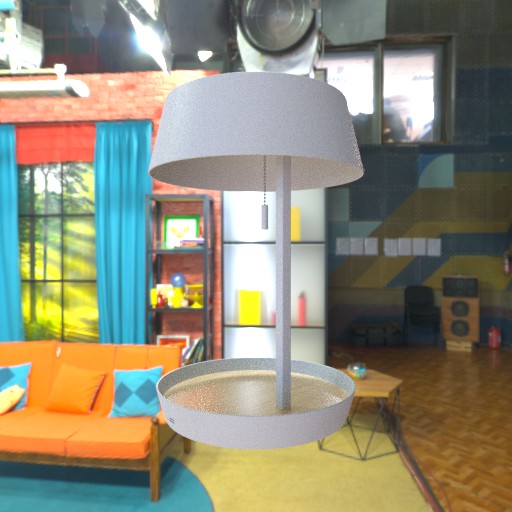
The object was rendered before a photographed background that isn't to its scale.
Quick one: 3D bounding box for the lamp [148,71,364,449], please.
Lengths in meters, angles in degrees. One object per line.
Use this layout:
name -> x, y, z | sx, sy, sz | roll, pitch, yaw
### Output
lamp -> 0.000, 0.000, 0.615 | 0.291, 0.429, 0.291 | 0, 0, 0
